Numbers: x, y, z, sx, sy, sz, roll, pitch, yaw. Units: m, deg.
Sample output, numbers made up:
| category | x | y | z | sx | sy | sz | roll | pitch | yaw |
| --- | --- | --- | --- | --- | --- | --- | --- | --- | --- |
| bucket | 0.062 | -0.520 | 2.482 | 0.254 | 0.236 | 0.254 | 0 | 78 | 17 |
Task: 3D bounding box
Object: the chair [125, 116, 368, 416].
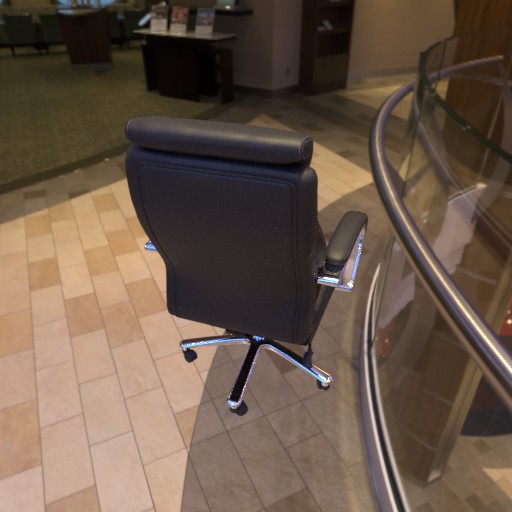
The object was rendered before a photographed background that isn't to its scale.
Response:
| category | x | y | z | sx | sy | sz | roll | pitch | yaw |
| --- | --- | --- | --- | --- | --- | --- | --- | --- | --- |
| chair | 0.000 | 0.000 | 1.681 | 0.755 | 1.183 | 0.790 | 10 | 34 | 16 |
